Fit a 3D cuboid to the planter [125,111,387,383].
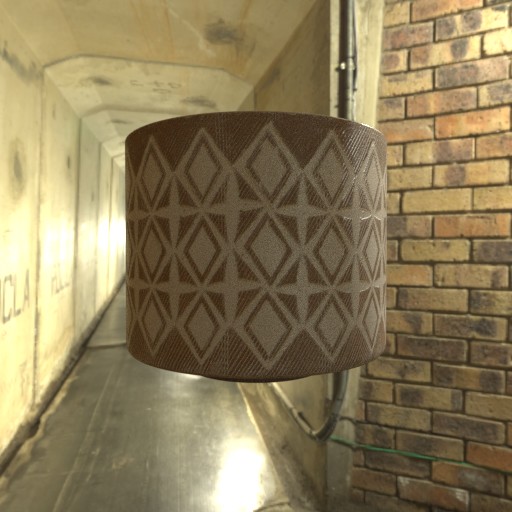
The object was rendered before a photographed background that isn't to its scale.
[{"bbox_3d":[0.000,0.000,0.342,0.193,0.165,0.193,0,1,0],"label":"planter"}]
